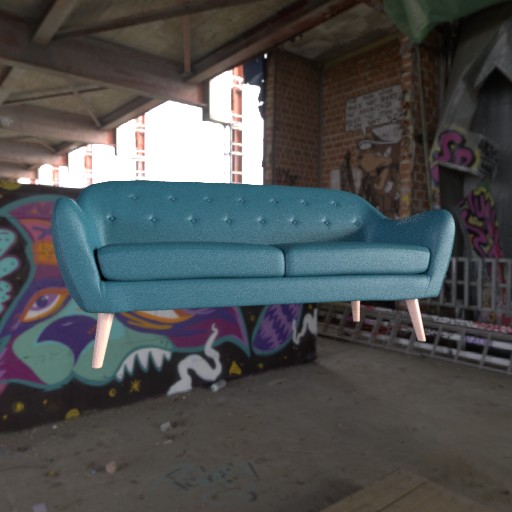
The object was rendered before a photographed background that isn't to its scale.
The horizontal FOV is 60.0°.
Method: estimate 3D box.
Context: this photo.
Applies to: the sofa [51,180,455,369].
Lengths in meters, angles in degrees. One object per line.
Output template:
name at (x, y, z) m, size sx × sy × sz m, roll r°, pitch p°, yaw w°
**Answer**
sofa at (0.000, 0.000, 2.254) m, size 1.840 × 0.836 × 0.820 m, roll 0°, pitch 1°, yaw -19°
